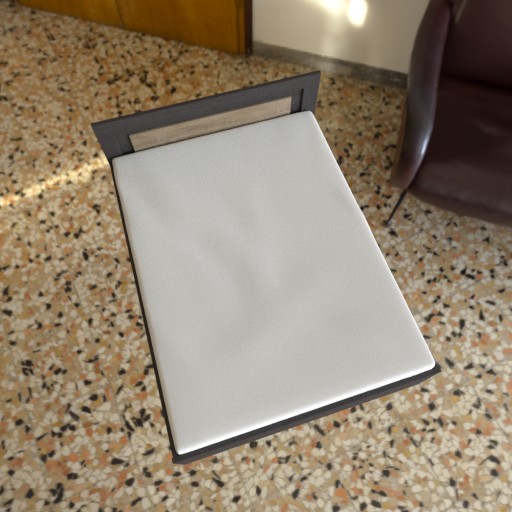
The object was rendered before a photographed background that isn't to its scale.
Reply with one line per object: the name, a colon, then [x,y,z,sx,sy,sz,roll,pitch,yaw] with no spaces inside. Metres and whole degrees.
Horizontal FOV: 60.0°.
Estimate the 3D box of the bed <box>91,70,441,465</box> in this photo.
bed: [0.000,0.000,2.892,1.585,0.823,2.073,-16,65,-8]
